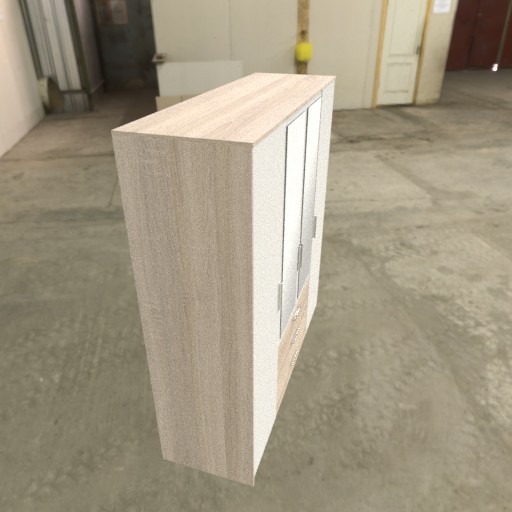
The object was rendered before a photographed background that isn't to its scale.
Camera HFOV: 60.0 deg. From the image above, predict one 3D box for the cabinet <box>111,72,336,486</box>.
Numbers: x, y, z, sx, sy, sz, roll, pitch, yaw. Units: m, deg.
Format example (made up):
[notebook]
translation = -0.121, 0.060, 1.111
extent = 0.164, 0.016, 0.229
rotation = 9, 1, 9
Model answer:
[cabinet]
translation = 0.000, 0.000, 2.988
extent = 0.620, 2.060, 1.870
rotation = 9, 31, 16
